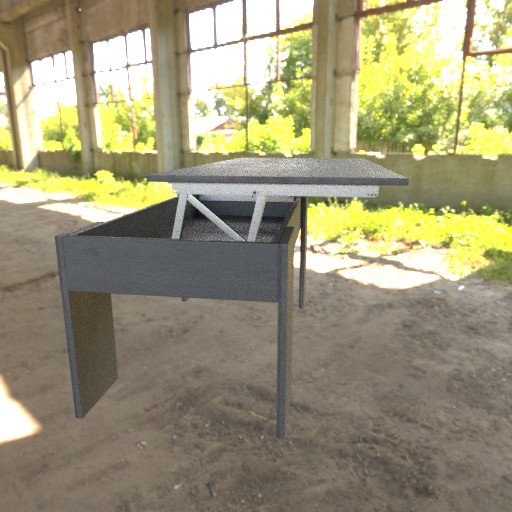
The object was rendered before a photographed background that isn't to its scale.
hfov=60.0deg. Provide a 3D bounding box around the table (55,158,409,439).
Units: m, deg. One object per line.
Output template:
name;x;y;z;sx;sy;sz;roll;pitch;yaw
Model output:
table;0.000;0.000;1.397;0.711;0.570;1.000;2;15;9
